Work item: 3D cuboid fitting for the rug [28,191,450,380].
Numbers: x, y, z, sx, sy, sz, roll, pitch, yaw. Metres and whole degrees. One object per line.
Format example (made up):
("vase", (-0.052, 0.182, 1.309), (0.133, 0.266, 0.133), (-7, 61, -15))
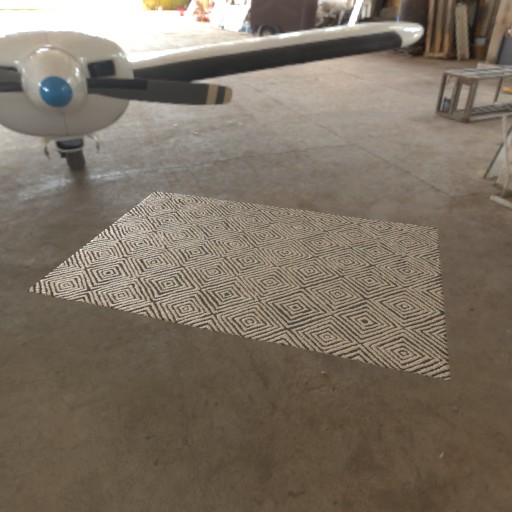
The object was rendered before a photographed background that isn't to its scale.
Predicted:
("rug", (0.000, 0.000, 2.209), (1.750, 0.004, 1.177), (9, 32, 15))
